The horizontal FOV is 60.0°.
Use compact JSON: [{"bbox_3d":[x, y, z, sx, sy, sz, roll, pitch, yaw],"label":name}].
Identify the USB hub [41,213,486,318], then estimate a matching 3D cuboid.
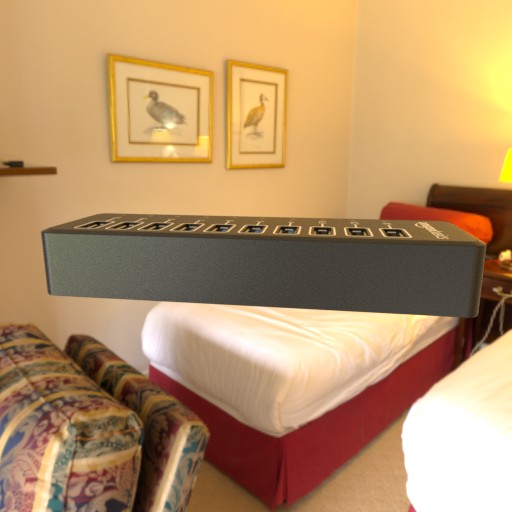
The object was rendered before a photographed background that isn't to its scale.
[{"bbox_3d":[0.000,0.000,0.163,0.145,0.023,0.044,2,14,9],"label":"USB hub"}]
